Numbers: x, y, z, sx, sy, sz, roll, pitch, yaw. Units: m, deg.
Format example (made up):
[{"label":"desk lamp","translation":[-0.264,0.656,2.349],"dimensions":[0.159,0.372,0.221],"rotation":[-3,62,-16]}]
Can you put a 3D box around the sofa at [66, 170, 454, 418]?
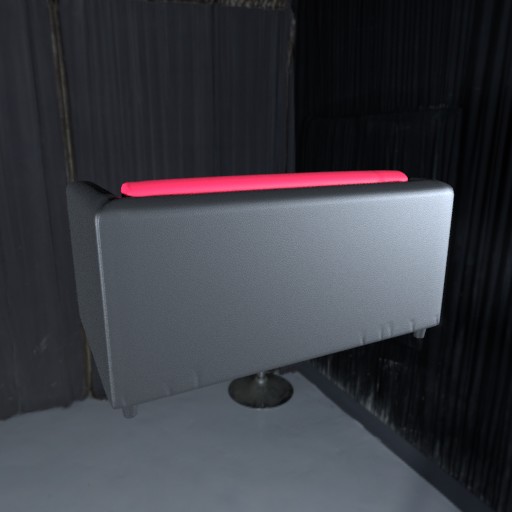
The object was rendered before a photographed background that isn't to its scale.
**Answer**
[{"label":"sofa","translation":[0.000,0.000,1.928],"dimensions":[1.410,0.735,0.845],"rotation":[-8,17,-26]}]
